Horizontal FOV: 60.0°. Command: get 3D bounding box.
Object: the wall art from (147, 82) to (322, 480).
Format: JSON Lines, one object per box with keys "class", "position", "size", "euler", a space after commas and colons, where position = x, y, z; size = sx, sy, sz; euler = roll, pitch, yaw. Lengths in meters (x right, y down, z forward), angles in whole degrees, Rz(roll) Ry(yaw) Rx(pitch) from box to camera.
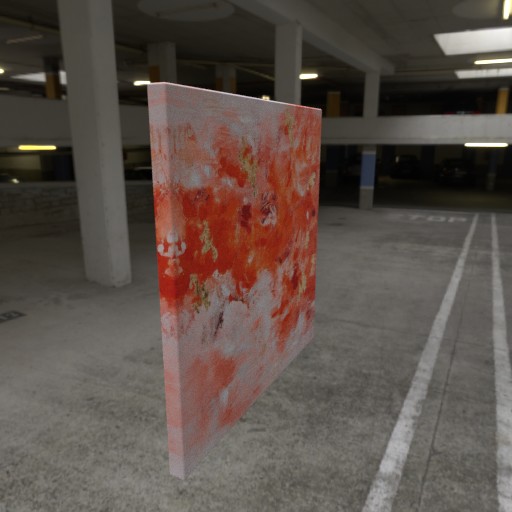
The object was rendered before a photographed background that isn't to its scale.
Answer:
{"class": "wall art", "position": [0.000, 0.000, 1.123], "size": [0.064, 0.746, 0.747], "euler": [7, 17, 26]}
